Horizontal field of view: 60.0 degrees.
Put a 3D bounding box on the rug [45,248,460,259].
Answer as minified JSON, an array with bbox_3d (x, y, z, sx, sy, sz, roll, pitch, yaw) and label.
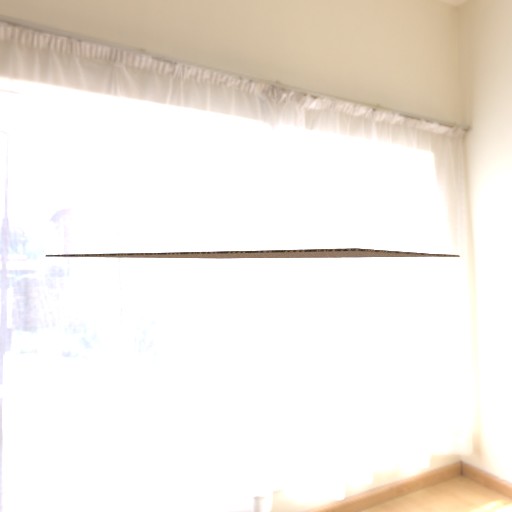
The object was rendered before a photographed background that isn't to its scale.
[{"bbox_3d":[0.000,0.000,3.931,2.902,0.017,2.306,-1,-1,36],"label":"rug"}]
